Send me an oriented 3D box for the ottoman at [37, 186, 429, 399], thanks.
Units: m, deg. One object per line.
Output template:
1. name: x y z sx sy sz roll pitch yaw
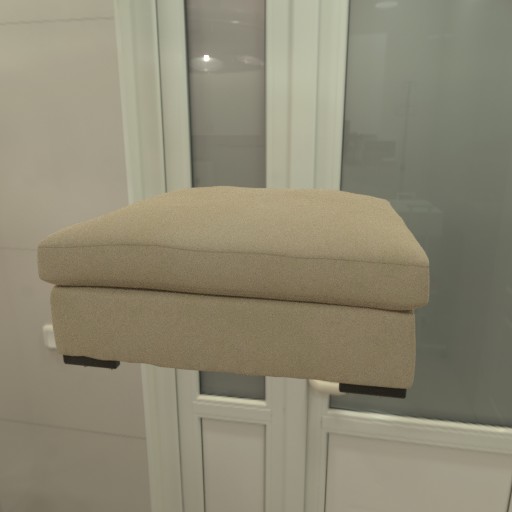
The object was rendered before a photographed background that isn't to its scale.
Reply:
1. ottoman: 0.000 0.000 1.861 1.190 0.522 1.205 3 15 10
